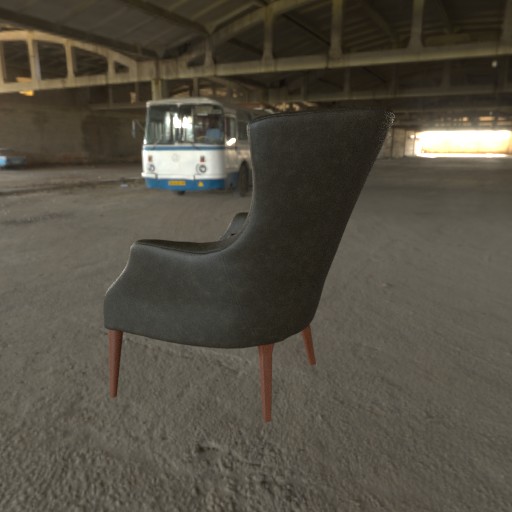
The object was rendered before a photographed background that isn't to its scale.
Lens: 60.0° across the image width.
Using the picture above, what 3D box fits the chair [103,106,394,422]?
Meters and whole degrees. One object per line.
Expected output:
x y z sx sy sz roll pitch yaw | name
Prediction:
0.000 0.000 1.734 0.954 1.068 0.819 7 16 26 | chair
